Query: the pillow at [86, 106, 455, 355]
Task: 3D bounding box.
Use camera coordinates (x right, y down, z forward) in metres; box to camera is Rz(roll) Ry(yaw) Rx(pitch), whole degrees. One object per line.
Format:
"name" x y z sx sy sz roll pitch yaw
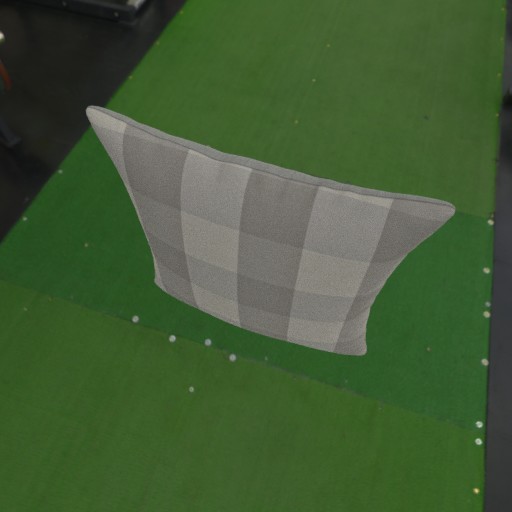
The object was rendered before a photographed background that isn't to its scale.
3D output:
"pillow" 0.000 0.000 0.790 0.511 0.509 0.161 18 60 11
